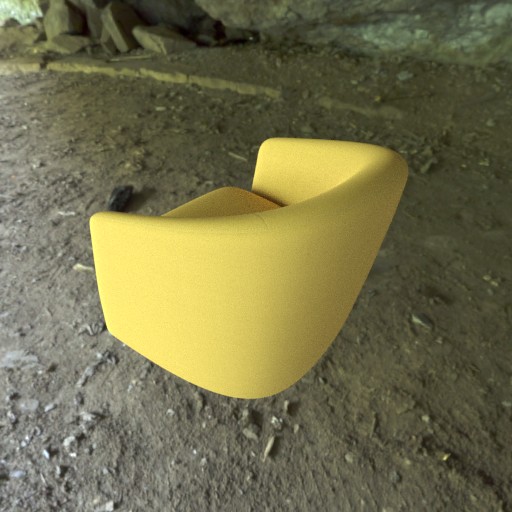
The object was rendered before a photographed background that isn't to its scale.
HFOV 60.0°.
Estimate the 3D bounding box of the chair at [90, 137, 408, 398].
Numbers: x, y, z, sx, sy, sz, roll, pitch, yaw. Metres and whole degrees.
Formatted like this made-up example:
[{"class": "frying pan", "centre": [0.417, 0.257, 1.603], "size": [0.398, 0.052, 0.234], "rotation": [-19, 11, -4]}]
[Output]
[{"class": "chair", "centre": [0.000, 0.000, 1.367], "size": [0.767, 0.698, 0.773], "rotation": [22, 39, 31]}]
